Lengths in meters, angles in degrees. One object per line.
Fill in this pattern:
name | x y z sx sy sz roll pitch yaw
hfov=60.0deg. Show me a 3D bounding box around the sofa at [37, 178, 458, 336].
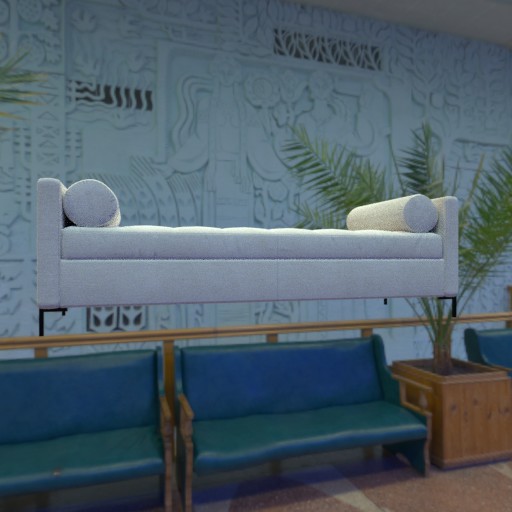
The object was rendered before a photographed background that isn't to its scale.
sofa | 0.000 0.000 2.328 1.981 0.635 0.686 0 0 -16
